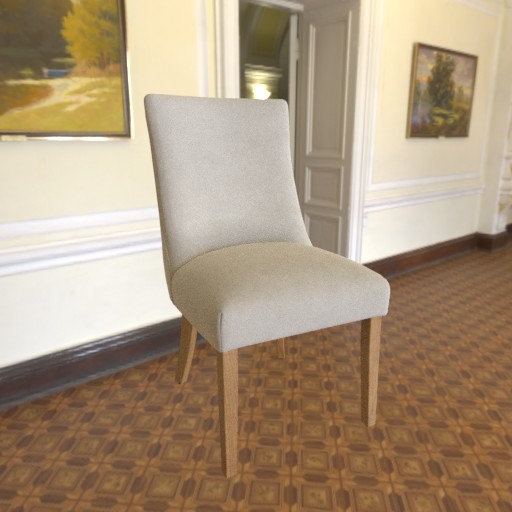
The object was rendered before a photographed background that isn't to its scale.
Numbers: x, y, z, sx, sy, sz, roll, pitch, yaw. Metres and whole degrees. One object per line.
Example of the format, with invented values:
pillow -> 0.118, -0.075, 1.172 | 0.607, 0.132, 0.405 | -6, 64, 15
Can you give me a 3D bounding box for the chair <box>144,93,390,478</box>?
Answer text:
chair -> 0.000, 0.000, 1.272 | 0.495, 0.902, 0.610 | -7, 17, -26
